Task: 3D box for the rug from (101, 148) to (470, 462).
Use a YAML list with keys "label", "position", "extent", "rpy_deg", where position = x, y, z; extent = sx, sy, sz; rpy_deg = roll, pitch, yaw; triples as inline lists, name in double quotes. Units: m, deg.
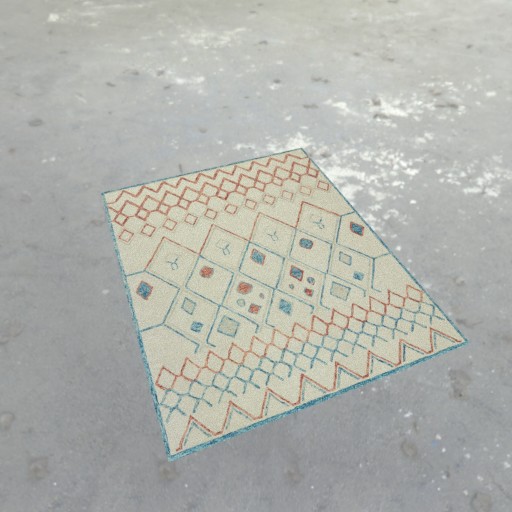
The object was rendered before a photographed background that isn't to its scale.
- label: "rug"
  position: [0.000, 0.000, 4.180]
  extent: [2.441, 0.016, 3.050]
  rpy_deg: [-16, 48, -15]
